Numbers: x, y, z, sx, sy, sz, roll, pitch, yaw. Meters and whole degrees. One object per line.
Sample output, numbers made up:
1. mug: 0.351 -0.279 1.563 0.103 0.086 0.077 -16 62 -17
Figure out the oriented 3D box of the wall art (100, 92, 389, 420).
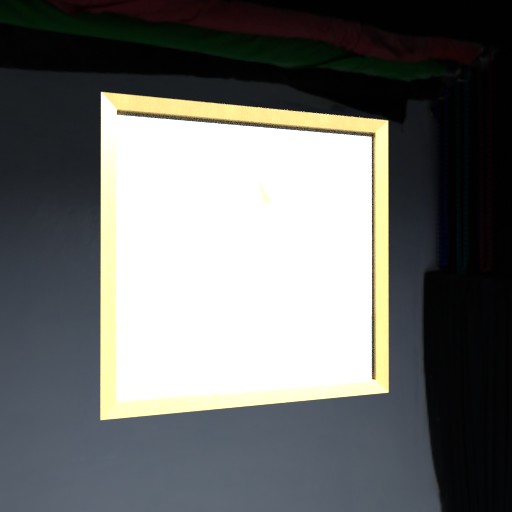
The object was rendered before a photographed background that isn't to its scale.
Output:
1. wall art: 0.000 0.000 2.933 1.935 1.936 0.097 0 0 -16
